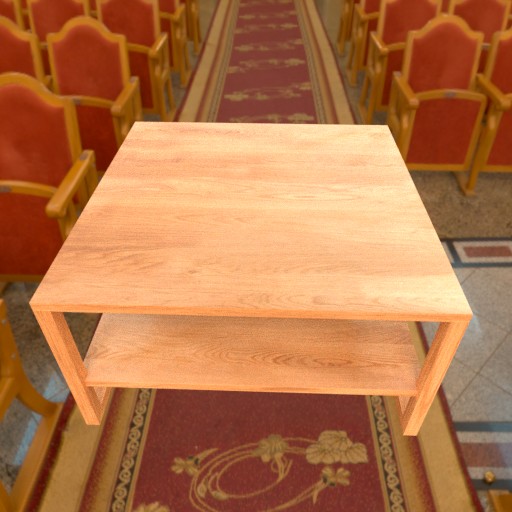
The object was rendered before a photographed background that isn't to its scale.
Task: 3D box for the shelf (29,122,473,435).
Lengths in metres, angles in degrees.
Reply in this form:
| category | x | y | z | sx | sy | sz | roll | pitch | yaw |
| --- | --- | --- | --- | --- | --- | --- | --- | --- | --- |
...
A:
| category | x | y | z | sx | sy | sz | roll | pitch | yaw |
| --- | --- | --- | --- | --- | --- | --- | --- | --- | --- |
| shelf | 0.000 | 0.000 | 1.393 | 0.899 | 0.480 | 0.899 | 1 | 40 | 2 |
